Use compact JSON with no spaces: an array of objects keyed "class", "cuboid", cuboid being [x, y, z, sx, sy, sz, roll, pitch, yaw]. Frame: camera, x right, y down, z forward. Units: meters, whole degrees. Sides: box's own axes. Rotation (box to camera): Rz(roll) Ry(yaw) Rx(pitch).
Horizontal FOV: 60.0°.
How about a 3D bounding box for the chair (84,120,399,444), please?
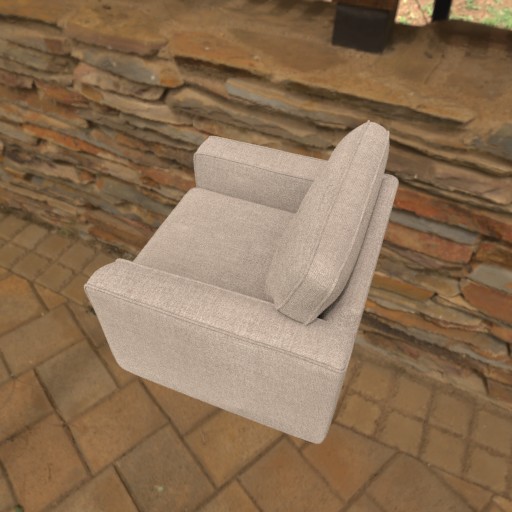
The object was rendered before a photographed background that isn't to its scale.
[{"class":"chair","cuboid":[0.000,0.000,1.822,0.939,0.965,1.015,16,49,14]}]
